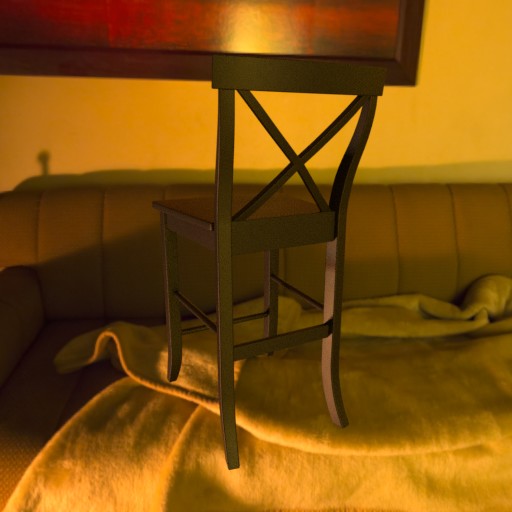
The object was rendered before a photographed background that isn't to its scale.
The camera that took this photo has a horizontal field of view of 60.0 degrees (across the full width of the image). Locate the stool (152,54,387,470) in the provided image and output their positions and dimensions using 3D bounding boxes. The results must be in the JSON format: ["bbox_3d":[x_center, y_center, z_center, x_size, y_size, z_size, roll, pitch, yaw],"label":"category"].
[{"bbox_3d":[0.000,0.000,1.288,0.452,0.989,0.559,-8,18,-27],"label":"stool"}]
